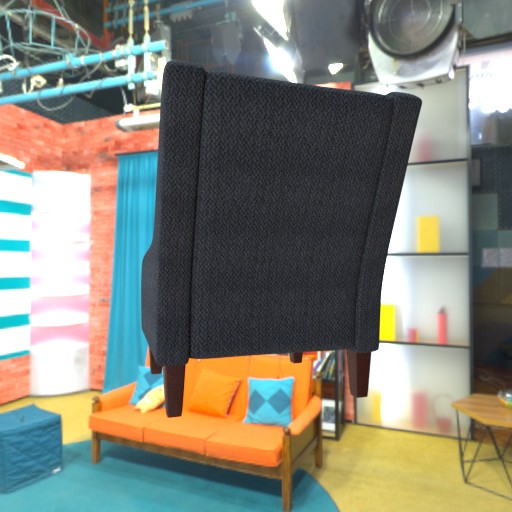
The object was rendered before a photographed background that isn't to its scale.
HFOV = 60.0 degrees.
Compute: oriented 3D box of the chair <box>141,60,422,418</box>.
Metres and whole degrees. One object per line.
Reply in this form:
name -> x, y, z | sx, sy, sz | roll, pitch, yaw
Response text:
chair -> 0.000, 0.000, 1.677 | 0.793, 1.012, 0.944 | 0, -1, -18
